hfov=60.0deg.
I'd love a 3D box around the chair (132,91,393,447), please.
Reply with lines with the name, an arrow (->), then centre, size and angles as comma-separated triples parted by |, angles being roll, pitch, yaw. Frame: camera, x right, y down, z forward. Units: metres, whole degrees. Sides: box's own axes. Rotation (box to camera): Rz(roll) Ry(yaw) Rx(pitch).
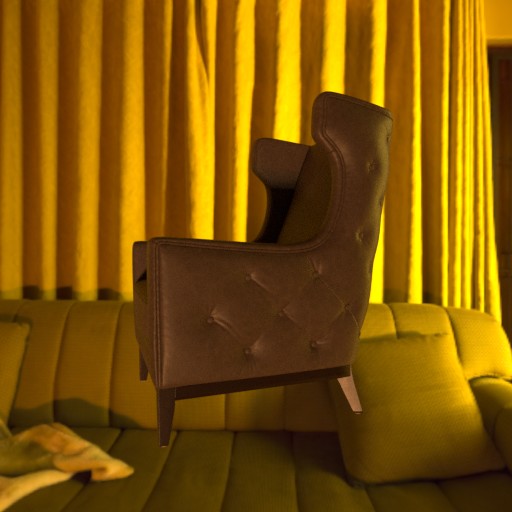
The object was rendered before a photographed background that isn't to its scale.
chair -> 0.000, 0.000, 1.712 | 0.899, 1.079, 0.769 | 0, 1, -19
